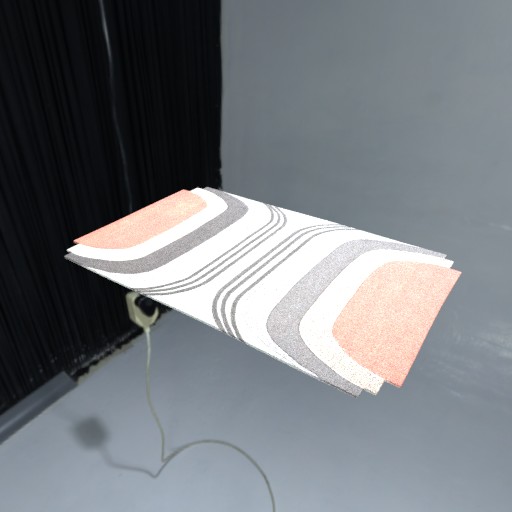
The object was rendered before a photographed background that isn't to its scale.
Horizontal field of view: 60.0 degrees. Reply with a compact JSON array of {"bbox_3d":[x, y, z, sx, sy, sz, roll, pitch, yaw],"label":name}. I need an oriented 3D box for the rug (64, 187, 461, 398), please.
[{"bbox_3d":[0.000,0.000,3.064,2.446,0.017,1.530,20,36,29],"label":"rug"}]
